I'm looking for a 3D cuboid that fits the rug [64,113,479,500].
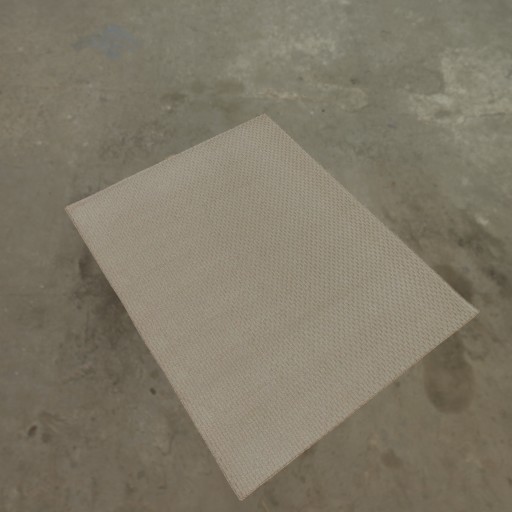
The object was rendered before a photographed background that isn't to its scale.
[{"bbox_3d":[0.000,0.000,3.781,2.277,0.035,2.897,-31,62,-18],"label":"rug"}]
